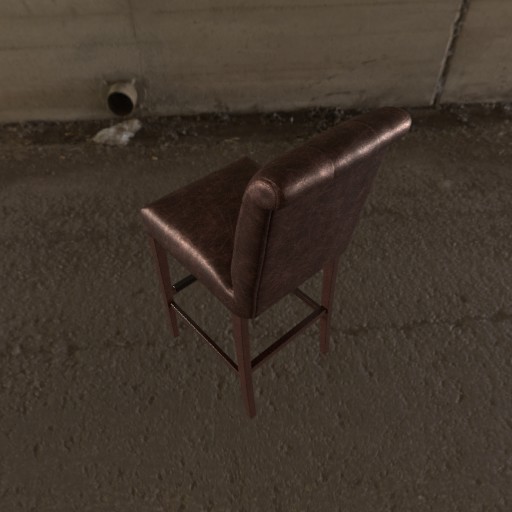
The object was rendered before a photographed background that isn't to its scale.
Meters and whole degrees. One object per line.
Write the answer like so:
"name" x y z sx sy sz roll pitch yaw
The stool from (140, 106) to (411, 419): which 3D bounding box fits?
"stool" 0.000 0.000 1.531 0.483 1.168 0.659 -33 54 -28
